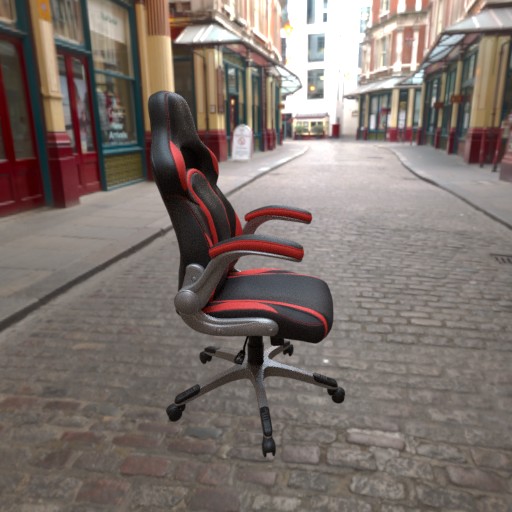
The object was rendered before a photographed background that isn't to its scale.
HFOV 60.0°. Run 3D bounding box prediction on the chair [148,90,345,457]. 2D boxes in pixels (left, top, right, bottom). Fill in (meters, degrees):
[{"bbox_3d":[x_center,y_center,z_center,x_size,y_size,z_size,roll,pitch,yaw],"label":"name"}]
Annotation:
[{"bbox_3d":[0.000,0.000,1.654,0.712,1.165,0.758,3,16,9],"label":"chair"}]
